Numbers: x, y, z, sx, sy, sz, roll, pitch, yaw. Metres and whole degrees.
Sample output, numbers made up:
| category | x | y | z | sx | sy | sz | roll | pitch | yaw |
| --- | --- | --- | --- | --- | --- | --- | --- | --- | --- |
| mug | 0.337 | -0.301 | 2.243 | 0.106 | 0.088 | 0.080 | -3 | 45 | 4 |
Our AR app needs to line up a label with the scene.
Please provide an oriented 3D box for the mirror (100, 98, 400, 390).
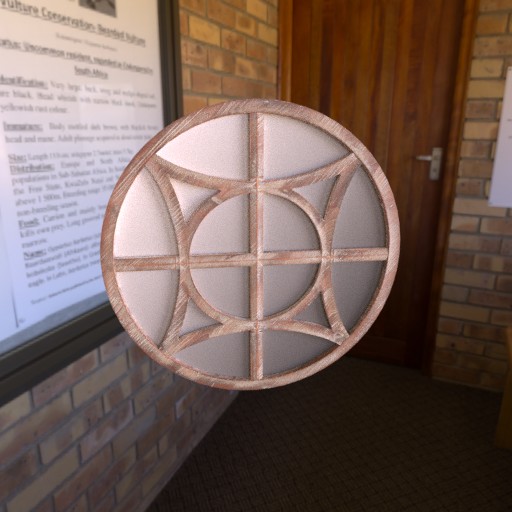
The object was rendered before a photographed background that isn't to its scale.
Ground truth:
| category | x | y | z | sx | sy | sz | roll | pitch | yaw |
| --- | --- | --- | --- | --- | --- | --- | --- | --- | --- |
| mirror | 0.000 | 0.000 | 1.064 | 0.710 | 0.710 | 0.038 | -2 | 17 | -8 |
